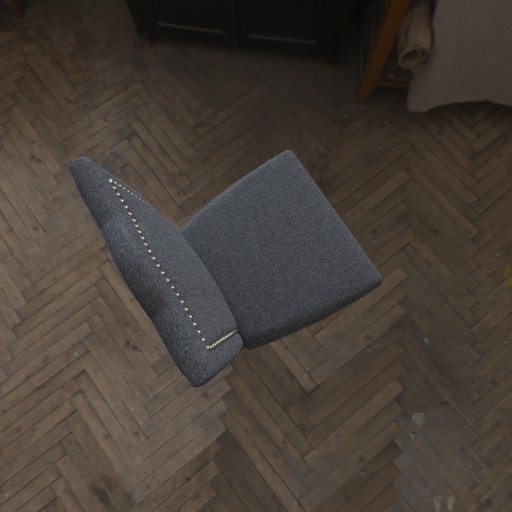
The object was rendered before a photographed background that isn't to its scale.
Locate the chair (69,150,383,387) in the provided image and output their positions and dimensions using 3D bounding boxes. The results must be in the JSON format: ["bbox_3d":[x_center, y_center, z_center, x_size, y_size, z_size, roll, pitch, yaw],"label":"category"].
[{"bbox_3d":[0.000,0.000,1.267,0.589,0.946,0.518,-31,77,-8],"label":"chair"}]
